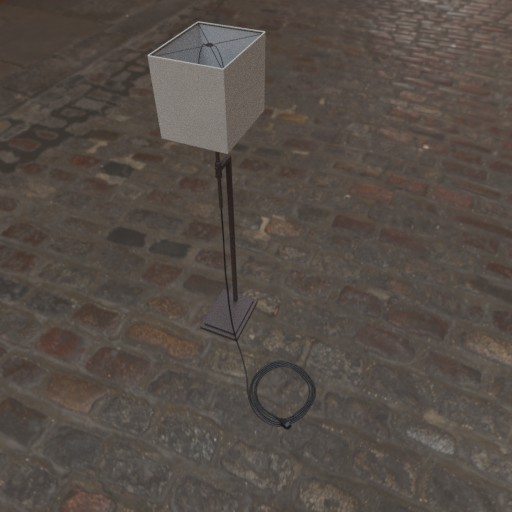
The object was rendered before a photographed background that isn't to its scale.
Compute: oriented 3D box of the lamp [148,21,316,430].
[{"bbox_3d":[0.000,0.000,1.935,0.774,1.600,0.698,17,48,16],"label":"lamp"}]
